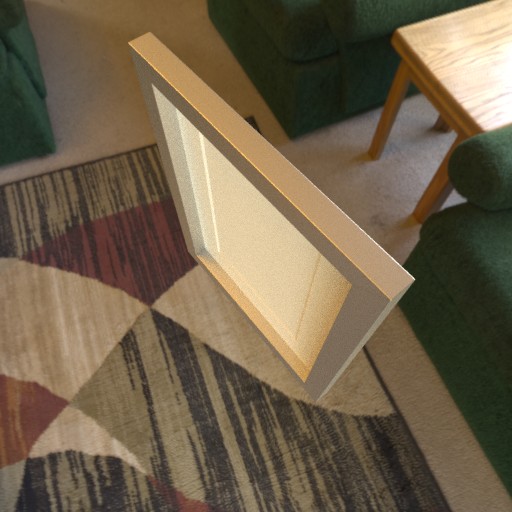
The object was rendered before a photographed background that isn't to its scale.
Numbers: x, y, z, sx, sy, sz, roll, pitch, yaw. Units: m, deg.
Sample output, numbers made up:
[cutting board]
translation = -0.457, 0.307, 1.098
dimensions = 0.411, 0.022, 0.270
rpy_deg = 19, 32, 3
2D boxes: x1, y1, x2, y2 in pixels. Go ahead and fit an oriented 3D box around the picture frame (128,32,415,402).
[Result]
[picture frame]
translation = 0.000, 0.000, 0.505
dimensions = 0.036, 0.386, 0.307
rpy_deg = -36, 68, -17
